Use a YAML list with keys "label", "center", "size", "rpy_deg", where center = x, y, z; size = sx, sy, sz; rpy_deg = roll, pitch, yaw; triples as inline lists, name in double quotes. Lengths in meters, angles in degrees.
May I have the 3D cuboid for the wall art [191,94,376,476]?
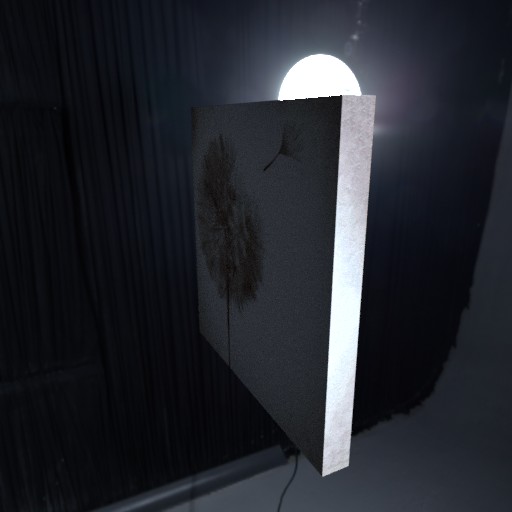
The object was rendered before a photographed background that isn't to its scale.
- label: "wall art"
  center: [0.000, 0.000, 0.465]
  size: [0.028, 0.303, 0.303]
  rpy_deg: [-8, 19, -25]
